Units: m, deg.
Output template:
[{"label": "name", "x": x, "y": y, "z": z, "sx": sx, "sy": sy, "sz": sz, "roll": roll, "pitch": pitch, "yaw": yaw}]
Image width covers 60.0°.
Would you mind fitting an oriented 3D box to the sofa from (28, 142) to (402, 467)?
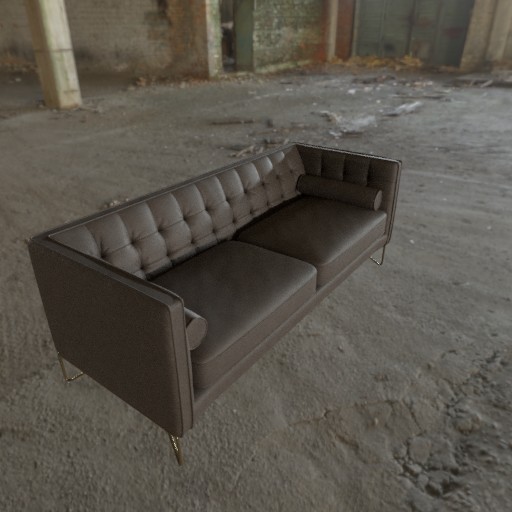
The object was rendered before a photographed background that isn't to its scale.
[{"label": "sofa", "x": 0.000, "y": 0.000, "z": 2.503, "sx": 0.867, "sy": 0.789, "sz": 2.087, "roll": 19, "pitch": 33, "yaw": 31}]
